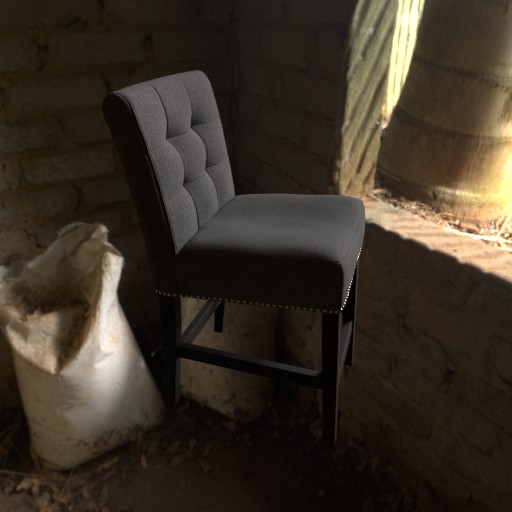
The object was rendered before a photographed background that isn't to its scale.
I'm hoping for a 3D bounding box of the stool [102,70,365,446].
[{"bbox_3d":[0.000,0.000,1.209,0.571,0.885,0.427,9,30,16],"label":"stool"}]
